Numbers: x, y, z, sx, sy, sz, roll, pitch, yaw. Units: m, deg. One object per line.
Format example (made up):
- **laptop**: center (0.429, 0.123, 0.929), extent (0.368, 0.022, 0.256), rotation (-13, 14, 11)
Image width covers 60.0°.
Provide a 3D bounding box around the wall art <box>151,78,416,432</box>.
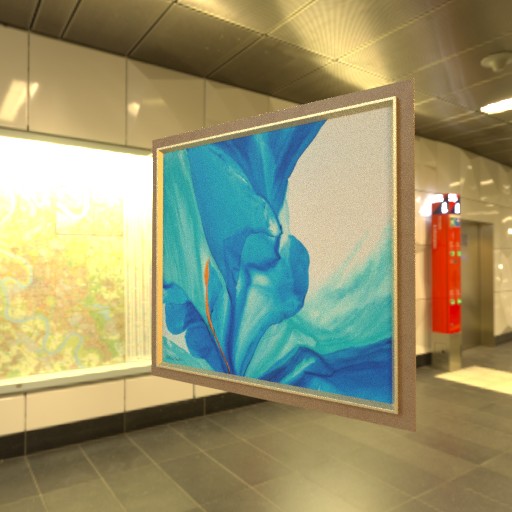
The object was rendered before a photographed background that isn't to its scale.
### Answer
- **wall art**: center (0.000, 0.000, 1.672), extent (1.168, 1.067, 0.025), rotation (-1, -1, 36)
